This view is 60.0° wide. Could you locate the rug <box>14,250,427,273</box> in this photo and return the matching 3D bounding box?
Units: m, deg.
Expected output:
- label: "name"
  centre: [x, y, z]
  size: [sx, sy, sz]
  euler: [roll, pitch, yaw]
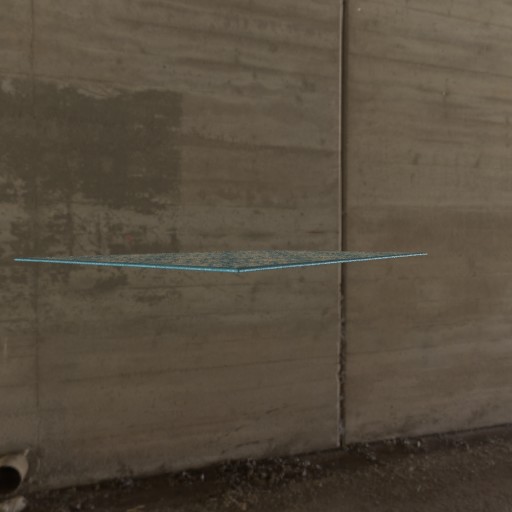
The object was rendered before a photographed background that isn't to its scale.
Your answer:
- label: "rug"
  centre: [0.000, 0.000, 2.268]
  size: [1.211, 0.012, 1.833]
  euler: [1, 3, 36]
